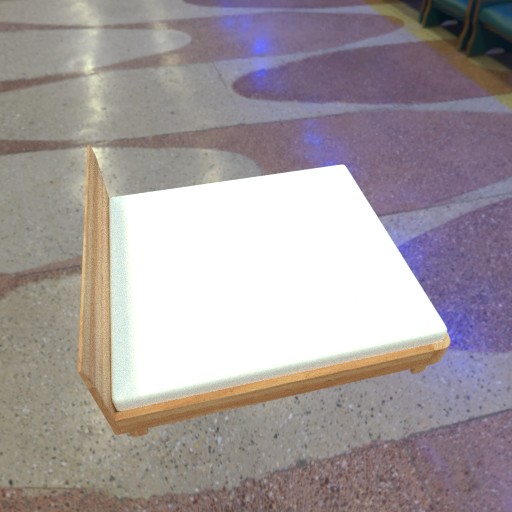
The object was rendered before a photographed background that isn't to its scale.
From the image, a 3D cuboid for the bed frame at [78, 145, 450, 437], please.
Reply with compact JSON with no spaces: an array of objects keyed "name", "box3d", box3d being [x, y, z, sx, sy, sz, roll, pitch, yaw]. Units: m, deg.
[{"name":"bed frame","box3d":[0.000,0.000,3.123,2.092,0.940,1.872,-10,48,-9]}]
